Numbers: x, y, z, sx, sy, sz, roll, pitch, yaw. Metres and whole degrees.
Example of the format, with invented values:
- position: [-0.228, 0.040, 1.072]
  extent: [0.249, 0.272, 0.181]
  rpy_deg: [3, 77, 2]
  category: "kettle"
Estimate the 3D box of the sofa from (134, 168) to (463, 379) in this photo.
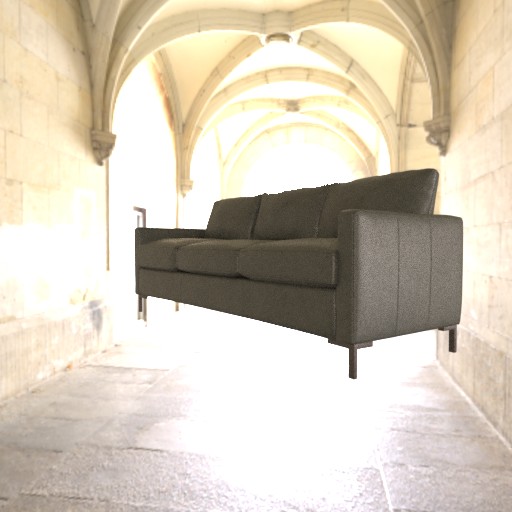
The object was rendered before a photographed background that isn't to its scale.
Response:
- position: [0.000, 0.000, 2.481]
  extent: [0.748, 0.805, 2.029]
  rpy_deg: [-1, 2, -36]
  category: "sofa"
